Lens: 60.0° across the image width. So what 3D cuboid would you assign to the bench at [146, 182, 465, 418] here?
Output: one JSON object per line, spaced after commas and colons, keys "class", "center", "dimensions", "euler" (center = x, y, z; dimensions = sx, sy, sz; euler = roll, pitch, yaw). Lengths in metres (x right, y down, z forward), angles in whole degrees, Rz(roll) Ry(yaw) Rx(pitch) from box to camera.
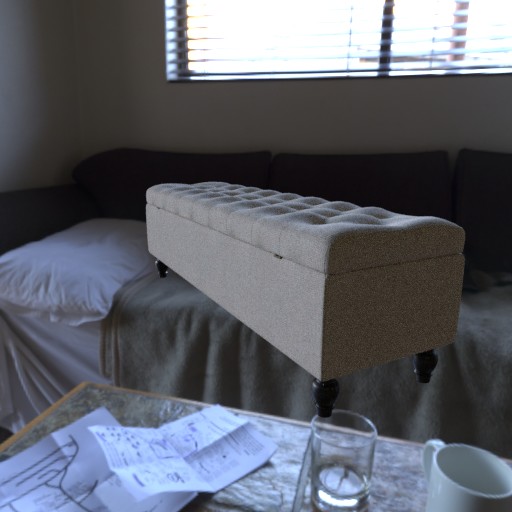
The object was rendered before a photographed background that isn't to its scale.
{"class": "bench", "center": [0.000, 0.000, 1.694], "dimensions": [0.455, 0.467, 1.480], "euler": [-7, 15, -27]}
